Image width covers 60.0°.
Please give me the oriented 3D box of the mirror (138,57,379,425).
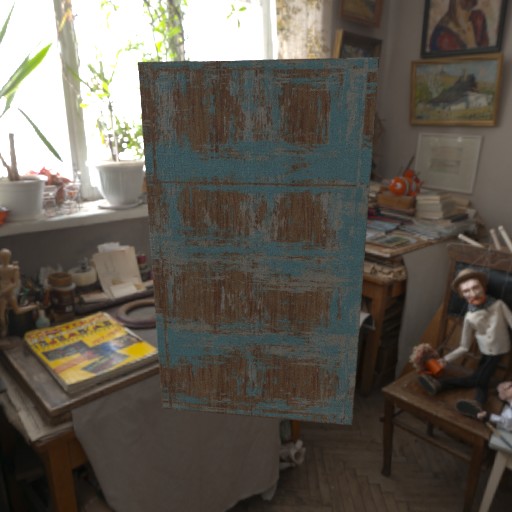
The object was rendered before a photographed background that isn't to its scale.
[{"bbox_3d":[0.000,0.000,1.499,0.707,1.213,0.083,2,17,8],"label":"mirror"}]
